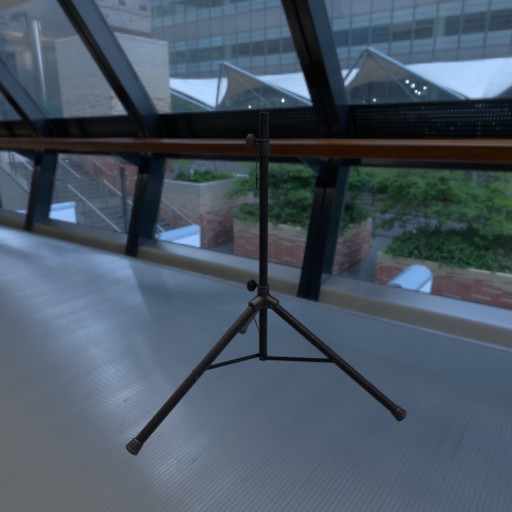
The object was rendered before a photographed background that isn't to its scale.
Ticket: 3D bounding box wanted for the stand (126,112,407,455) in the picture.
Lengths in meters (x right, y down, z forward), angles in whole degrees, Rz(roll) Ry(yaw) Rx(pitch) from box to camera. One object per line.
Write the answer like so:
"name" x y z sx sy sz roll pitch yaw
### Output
"stand" 0.000 0.000 1.853 1.045 1.136 0.907 -3 17 -9
